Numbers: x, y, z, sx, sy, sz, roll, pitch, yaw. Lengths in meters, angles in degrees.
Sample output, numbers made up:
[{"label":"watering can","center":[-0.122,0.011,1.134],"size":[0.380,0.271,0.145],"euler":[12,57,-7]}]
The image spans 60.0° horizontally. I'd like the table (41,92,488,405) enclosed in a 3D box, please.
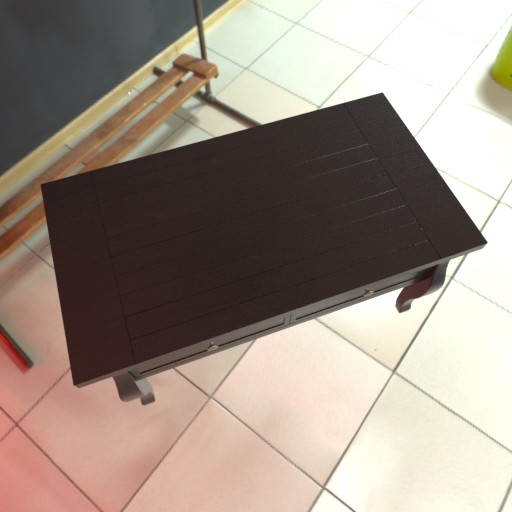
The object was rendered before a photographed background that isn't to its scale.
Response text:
[{"label":"table","center":[0.000,0.000,1.404],"size":[1.062,0.494,0.600],"euler":[-18,63,-9]}]
